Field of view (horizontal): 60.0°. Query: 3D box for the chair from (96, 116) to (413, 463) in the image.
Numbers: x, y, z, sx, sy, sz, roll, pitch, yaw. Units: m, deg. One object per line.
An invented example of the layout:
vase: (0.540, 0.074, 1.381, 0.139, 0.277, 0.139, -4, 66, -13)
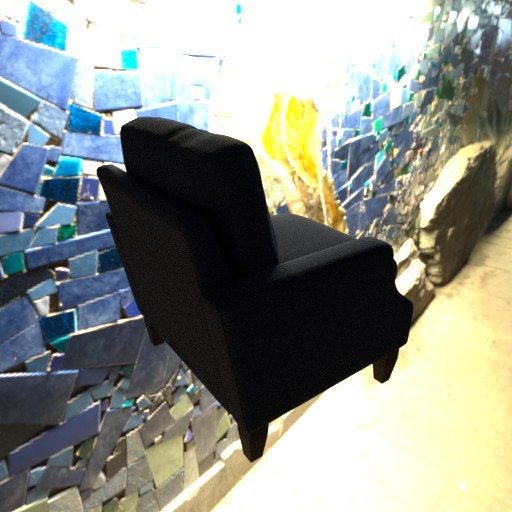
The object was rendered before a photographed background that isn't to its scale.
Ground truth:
chair: (0.000, 0.000, 1.644, 0.897, 0.991, 0.855, -17, 30, -32)
